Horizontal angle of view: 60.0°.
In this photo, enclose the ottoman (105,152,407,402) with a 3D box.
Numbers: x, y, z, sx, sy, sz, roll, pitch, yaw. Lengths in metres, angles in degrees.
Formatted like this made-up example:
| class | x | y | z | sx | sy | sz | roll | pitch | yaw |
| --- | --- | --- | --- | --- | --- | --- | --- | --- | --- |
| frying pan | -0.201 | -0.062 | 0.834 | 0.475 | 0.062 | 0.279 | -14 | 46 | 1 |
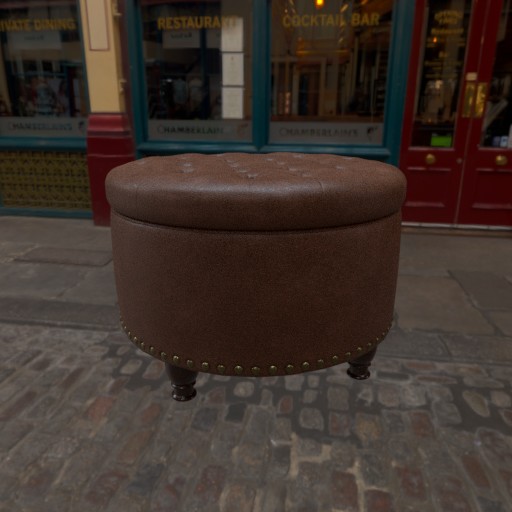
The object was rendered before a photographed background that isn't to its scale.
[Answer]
| class | x | y | z | sx | sy | sz | roll | pitch | yaw |
| --- | --- | --- | --- | --- | --- | --- | --- | --- | --- |
| ottoman | 0.000 | 0.000 | 1.035 | 0.637 | 0.442 | 0.637 | 0 | 17 | 0 |
